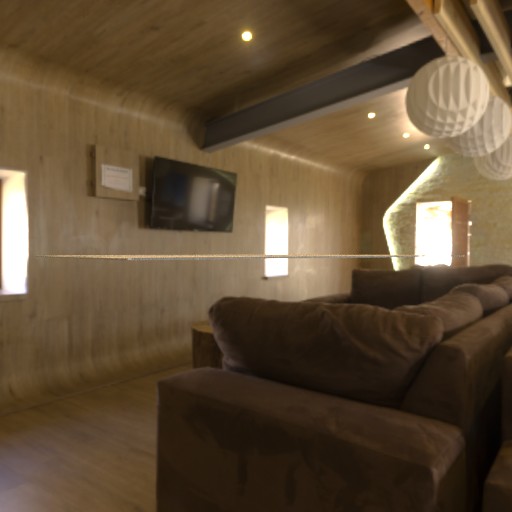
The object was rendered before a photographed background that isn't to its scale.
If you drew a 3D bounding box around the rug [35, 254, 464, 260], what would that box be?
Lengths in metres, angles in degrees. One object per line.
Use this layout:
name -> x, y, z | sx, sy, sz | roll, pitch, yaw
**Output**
rug -> 0.000, 0.000, 2.280 | 1.854, 0.006, 1.234 | 0, 1, -37
